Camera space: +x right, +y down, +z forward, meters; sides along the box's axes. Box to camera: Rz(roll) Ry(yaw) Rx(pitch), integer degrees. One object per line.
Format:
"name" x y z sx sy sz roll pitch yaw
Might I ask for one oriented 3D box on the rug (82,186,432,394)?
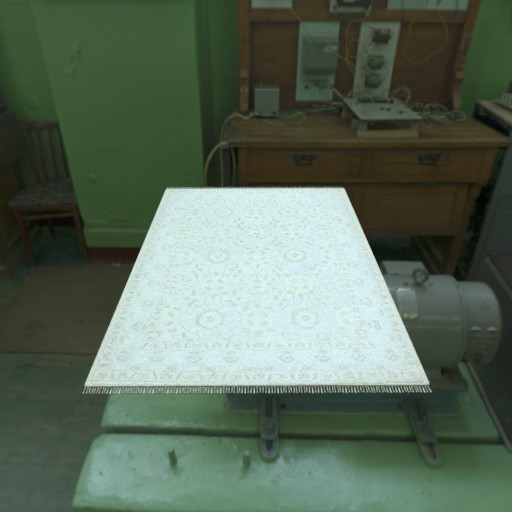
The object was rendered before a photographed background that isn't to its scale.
"rug" 0.000 0.000 2.853 1.514 0.011 2.233 0 32 0
